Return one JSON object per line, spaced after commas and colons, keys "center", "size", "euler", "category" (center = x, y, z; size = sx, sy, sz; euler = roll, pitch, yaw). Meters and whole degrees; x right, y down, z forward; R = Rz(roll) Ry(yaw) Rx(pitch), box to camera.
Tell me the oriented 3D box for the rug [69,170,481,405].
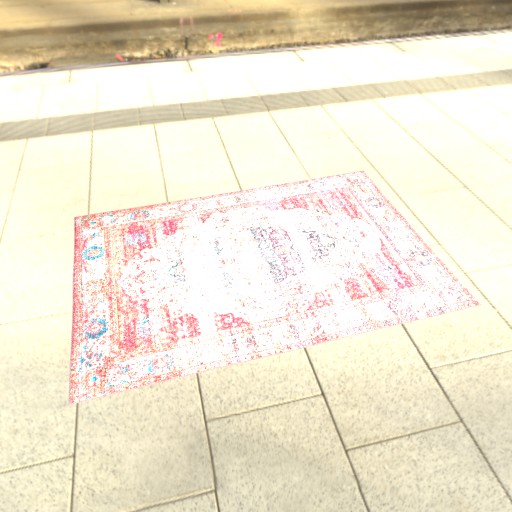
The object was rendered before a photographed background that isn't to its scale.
{"center": [0.000, 0.000, 2.300], "size": [1.829, 0.006, 1.219], "euler": [-11, 44, -12], "category": "rug"}
